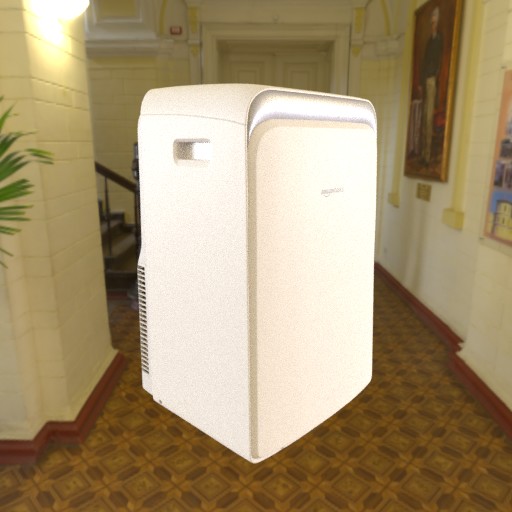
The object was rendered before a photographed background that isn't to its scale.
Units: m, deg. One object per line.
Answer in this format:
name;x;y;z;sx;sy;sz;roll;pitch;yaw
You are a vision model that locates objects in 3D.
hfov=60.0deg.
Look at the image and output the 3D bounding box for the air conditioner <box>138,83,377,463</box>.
air conditioner;0.000;0.000;1.079;0.467;0.765;0.478;14;20;43
